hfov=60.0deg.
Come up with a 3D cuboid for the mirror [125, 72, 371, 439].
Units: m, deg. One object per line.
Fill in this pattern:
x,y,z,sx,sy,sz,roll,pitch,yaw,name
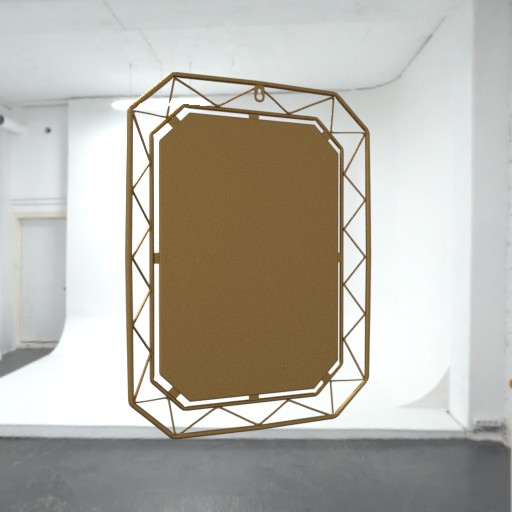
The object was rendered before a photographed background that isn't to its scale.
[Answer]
0.000,0.000,0.734,0.417,0.566,0.042,0,1,-18,mirror
